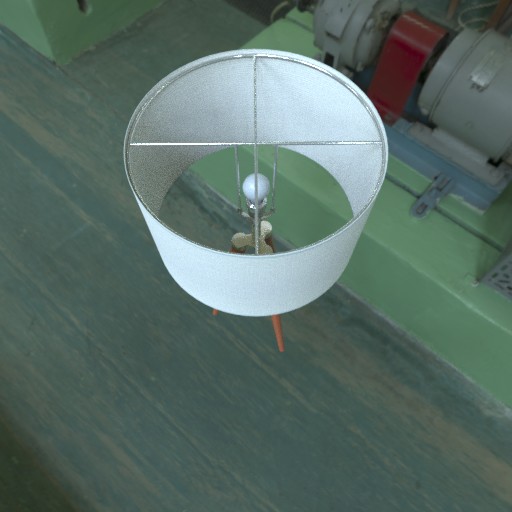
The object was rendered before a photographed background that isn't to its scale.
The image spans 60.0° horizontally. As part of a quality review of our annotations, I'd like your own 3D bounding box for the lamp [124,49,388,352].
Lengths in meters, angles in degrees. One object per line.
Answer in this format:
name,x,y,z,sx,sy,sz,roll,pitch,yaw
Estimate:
lamp,0.000,0.000,0.915,0.355,0.709,0.354,37,69,17
